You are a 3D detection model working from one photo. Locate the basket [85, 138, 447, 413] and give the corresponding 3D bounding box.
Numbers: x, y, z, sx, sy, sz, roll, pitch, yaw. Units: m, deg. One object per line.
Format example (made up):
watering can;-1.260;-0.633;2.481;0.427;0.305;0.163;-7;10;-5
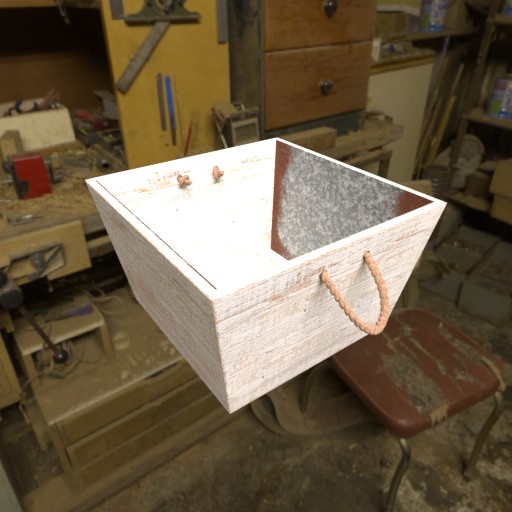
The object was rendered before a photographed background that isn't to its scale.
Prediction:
basket;0.000;0.000;0.771;0.413;0.247;0.545;-21;37;-30
